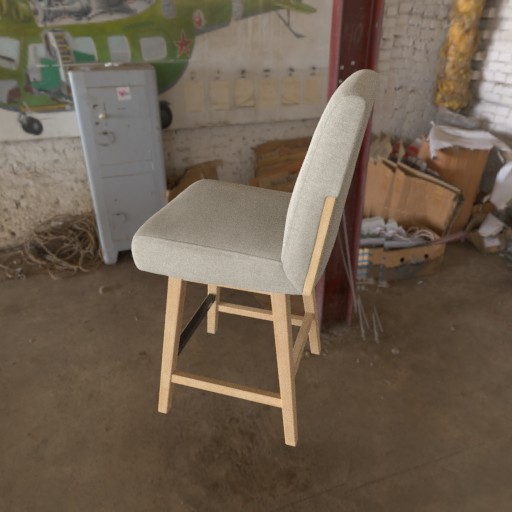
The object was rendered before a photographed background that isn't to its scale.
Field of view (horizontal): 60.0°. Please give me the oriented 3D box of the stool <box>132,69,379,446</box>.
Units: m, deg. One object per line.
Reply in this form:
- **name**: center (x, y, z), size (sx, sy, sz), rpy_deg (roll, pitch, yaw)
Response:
- **stool**: center (0.000, 0.000, 1.412), size (0.606, 1.085, 0.507), rpy_deg (8, 30, 15)
